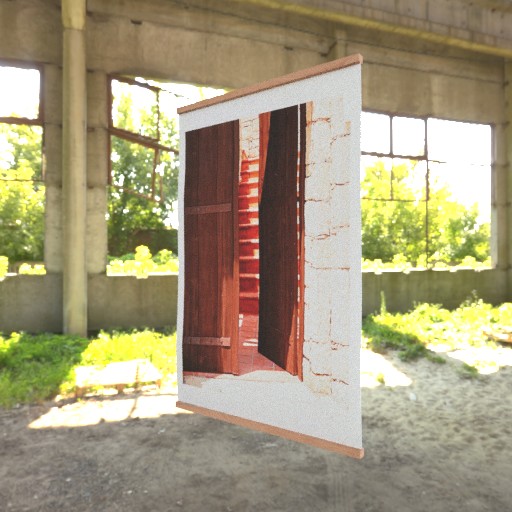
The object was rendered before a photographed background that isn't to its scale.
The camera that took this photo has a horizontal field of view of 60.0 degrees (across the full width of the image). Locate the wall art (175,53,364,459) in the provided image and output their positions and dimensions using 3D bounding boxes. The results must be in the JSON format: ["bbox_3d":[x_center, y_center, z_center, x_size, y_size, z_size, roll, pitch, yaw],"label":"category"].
[{"bbox_3d":[0.000,0.000,0.659,0.332,0.508,0.012,-1,-1,37],"label":"wall art"}]
